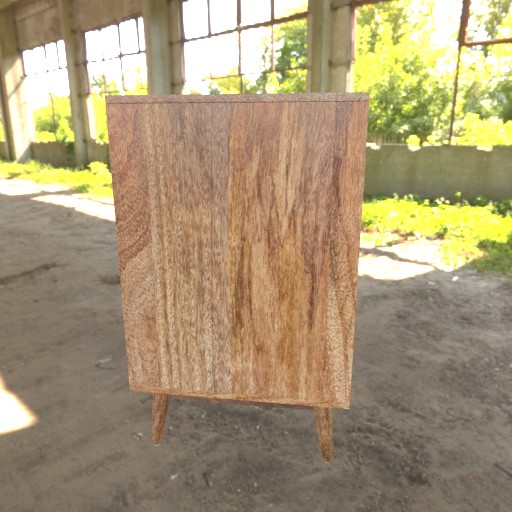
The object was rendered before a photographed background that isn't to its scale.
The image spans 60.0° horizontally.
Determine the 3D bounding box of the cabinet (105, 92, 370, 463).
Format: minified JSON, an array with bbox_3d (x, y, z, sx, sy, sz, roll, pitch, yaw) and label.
[{"bbox_3d":[0.000,0.000,1.174,0.473,0.758,0.647,2,16,8],"label":"cabinet"}]
